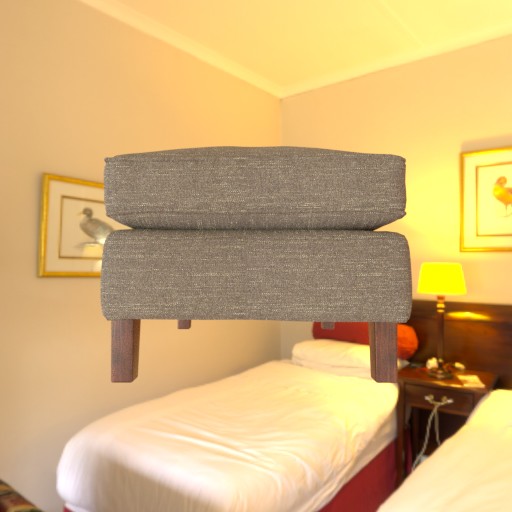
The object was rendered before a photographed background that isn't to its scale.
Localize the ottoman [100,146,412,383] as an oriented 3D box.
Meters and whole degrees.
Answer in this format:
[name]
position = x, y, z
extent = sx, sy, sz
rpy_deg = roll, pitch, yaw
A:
[ottoman]
position = 0.000, 0.000, 0.998
extent = 0.508, 0.406, 0.686
rpy_deg = 0, -1, 0
